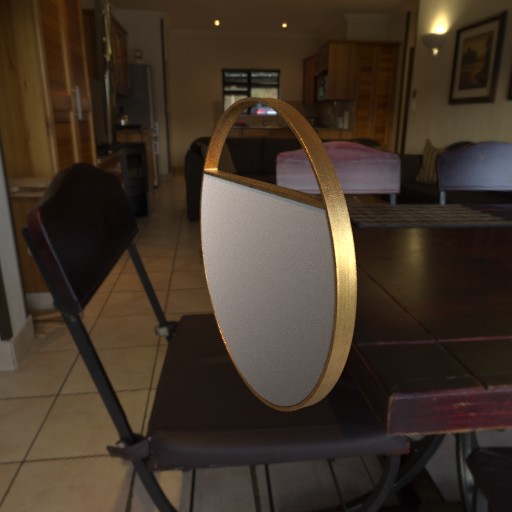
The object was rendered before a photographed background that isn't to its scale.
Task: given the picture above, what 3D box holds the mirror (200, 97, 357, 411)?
[{"bbox_3d":[0.000,0.000,0.838,0.032,0.565,0.565,-8,18,-24],"label":"mirror"}]
